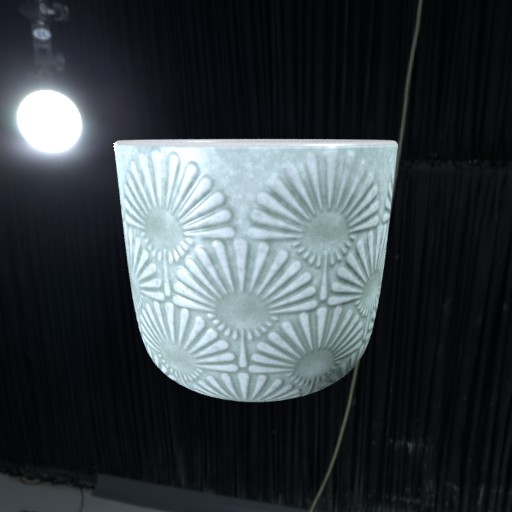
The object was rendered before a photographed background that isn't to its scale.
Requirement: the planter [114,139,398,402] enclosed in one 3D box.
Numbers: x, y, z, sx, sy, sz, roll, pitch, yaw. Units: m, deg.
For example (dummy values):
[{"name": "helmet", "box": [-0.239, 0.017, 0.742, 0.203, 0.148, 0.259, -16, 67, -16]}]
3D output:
[{"name": "planter", "box": [0.000, 0.000, 0.216, 0.124, 0.109, 0.124, 0, 15, 0]}]
